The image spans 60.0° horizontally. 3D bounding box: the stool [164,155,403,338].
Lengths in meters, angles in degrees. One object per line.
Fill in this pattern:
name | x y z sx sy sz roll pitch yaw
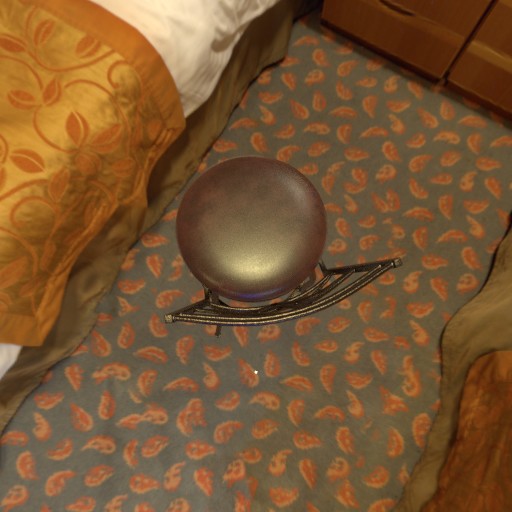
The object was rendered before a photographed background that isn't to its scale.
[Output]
stool | 0.000 0.000 1.374 0.434 1.117 0.534 -14 76 -4
